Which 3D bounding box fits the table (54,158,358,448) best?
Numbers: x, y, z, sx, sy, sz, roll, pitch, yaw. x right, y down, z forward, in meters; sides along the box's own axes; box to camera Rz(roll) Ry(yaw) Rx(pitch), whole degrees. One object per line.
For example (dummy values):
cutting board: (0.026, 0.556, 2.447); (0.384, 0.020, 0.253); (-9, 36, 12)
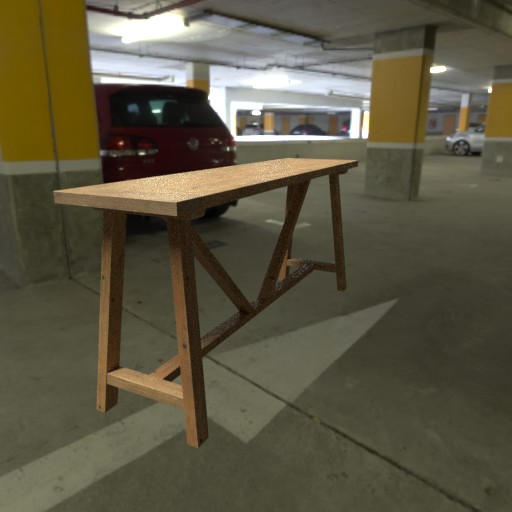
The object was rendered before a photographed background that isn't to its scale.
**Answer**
table: (0.000, 0.000, 2.133); (0.465, 0.810, 1.800); (8, 18, 26)
